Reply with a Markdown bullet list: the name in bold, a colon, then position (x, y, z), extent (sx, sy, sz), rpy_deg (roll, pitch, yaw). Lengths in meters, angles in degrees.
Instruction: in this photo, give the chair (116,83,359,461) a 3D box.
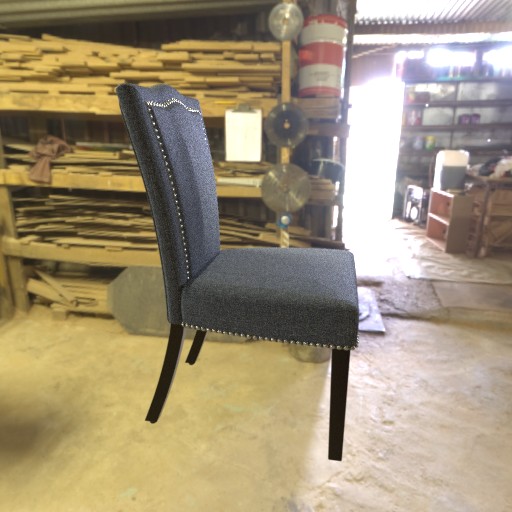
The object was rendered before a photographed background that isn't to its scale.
- **chair**: position (0.000, 0.000, 1.289), extent (0.589, 0.946, 0.518), rpy_deg (3, 16, 10)
